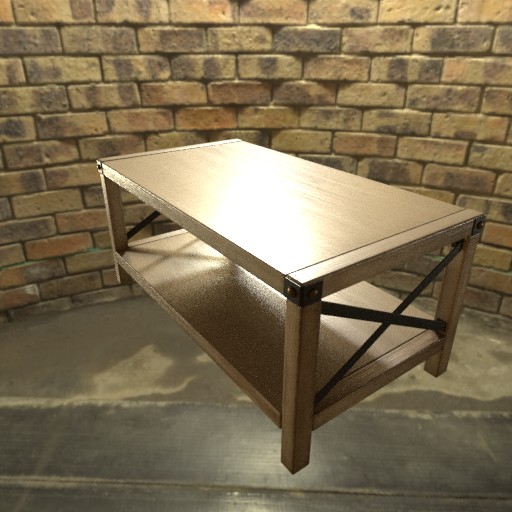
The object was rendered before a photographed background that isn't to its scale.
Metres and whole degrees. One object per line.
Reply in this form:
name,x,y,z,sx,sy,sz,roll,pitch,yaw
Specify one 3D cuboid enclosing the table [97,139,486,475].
table,0.000,0.000,1.308,0.559,0.456,1.016,-18,31,-32
